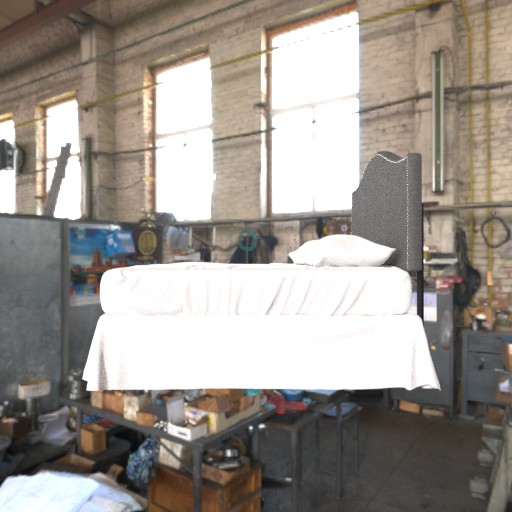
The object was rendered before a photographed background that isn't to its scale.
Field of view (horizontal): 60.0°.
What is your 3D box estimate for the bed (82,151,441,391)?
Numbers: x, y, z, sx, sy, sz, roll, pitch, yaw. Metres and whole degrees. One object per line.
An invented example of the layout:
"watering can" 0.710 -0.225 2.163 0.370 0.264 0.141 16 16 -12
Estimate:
"bed" 0.000 0.000 3.532 2.221 1.645 1.876 0 0 -1
